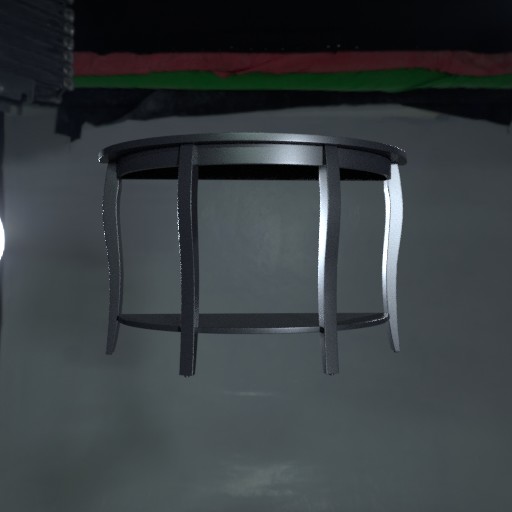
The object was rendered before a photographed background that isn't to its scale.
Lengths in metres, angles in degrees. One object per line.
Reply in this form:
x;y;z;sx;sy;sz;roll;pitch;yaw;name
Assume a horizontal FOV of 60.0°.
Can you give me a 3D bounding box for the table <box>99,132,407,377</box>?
0.000;0.000;1.592;1.219;0.780;0.394;0;1;-2;table
